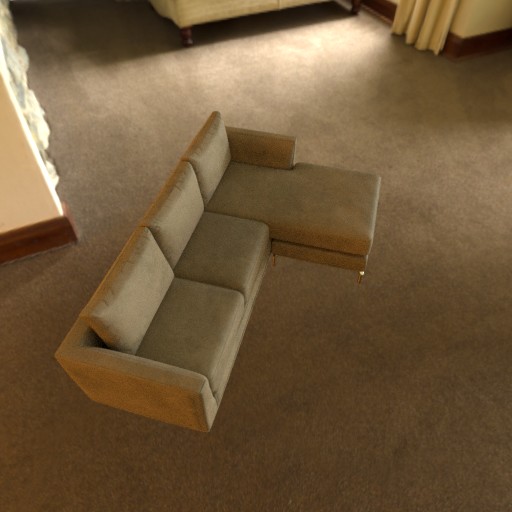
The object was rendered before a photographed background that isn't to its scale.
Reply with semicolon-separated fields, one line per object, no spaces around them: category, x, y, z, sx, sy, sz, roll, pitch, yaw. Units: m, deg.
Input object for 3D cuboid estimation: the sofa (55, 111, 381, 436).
sofa;0.000;0.000;3.229;1.622;0.987;2.438;11;49;10
